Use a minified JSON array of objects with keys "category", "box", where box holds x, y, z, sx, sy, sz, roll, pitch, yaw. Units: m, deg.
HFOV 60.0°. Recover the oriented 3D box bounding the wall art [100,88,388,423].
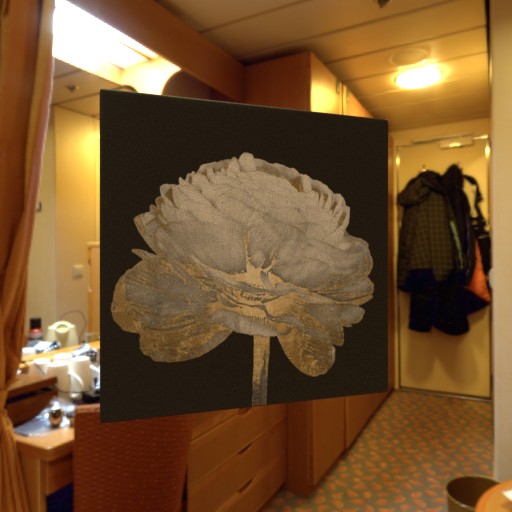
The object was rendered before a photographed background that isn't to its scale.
[{"category":"wall art","box":[0.000,0.000,0.919,0.610,0.611,0.043,0,0,-18]}]
